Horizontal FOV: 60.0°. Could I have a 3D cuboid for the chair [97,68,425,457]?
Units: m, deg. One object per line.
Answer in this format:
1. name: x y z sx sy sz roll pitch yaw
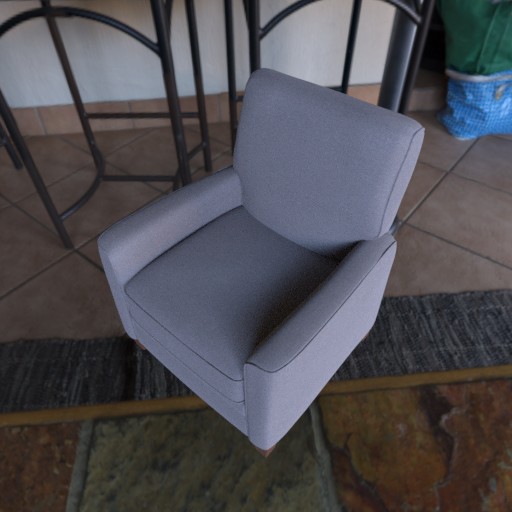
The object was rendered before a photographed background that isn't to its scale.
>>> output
1. chair: 0.000 0.000 1.638 0.845 1.023 0.859 31 53 28
